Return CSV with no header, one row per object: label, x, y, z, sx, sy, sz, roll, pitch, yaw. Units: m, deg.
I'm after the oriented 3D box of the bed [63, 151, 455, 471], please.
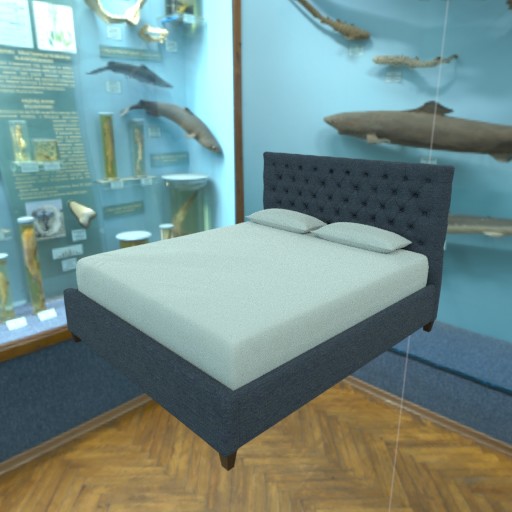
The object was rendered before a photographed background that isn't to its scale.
bed,0.000,0.000,3.575,2.387,1.427,2.078,-16,24,-41
